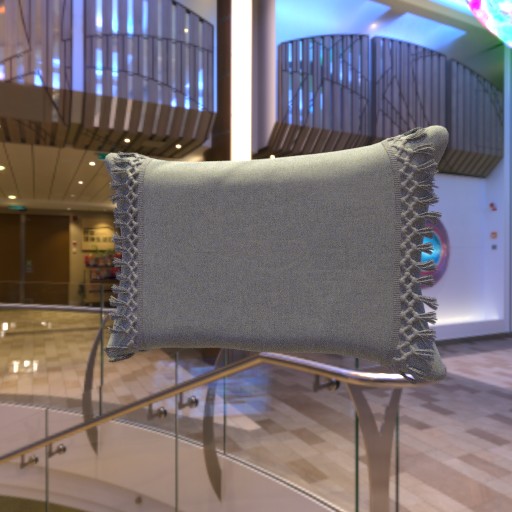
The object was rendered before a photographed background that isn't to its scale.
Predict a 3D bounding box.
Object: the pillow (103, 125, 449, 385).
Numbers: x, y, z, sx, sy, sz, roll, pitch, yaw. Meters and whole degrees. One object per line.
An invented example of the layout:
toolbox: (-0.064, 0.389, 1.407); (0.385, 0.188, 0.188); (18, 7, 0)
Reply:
pillow: (0.000, 0.000, 0.582); (0.466, 0.305, 0.084); (0, 0, 18)
